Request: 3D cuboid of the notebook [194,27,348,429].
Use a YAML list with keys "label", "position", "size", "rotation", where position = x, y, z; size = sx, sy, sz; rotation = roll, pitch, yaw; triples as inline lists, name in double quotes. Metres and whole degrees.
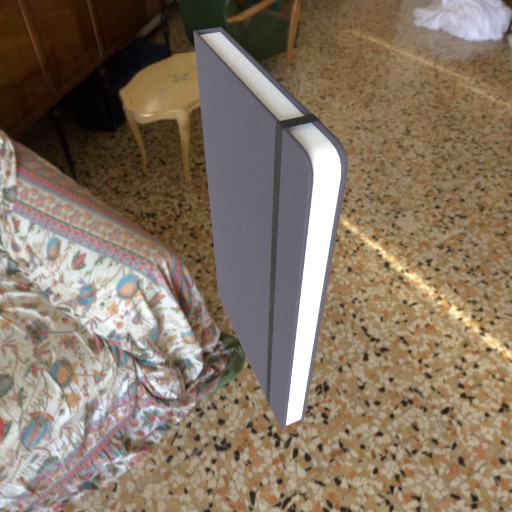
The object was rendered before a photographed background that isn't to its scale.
- label: "notebook"
  position: [0.000, 0.000, 0.261]
  size: [0.016, 0.213, 0.127]
  rotation: [-17, 48, -16]
